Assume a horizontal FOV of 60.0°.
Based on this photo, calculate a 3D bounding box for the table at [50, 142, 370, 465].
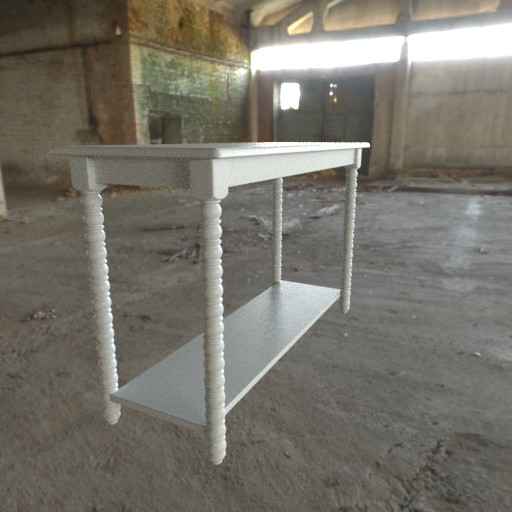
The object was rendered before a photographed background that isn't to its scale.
[{"bbox_3d":[0.000,0.000,1.510,0.459,0.740,1.184,8,17,26],"label":"table"}]
